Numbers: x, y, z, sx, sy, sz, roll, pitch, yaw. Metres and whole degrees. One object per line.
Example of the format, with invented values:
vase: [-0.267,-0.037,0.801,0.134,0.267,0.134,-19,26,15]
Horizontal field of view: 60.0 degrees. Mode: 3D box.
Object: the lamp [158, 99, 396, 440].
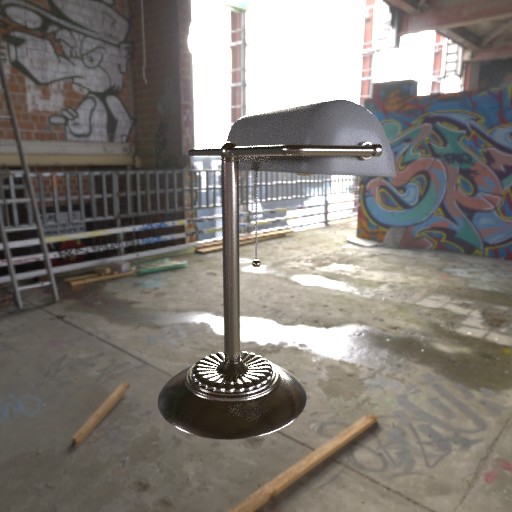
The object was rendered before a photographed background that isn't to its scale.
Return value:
lamp: [0.000,0.000,0.518,0.243,0.339,0.264,-7,14,-27]
